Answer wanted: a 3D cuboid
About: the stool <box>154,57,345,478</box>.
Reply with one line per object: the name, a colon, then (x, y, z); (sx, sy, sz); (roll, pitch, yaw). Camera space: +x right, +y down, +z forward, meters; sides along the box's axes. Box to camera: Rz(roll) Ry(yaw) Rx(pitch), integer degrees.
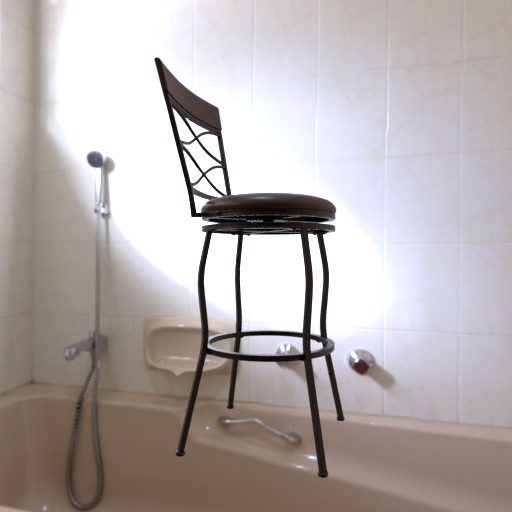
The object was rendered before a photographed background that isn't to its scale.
stool: (0.000, 0.000, 1.406); (0.513, 1.130, 0.448); (0, 0, 17)
